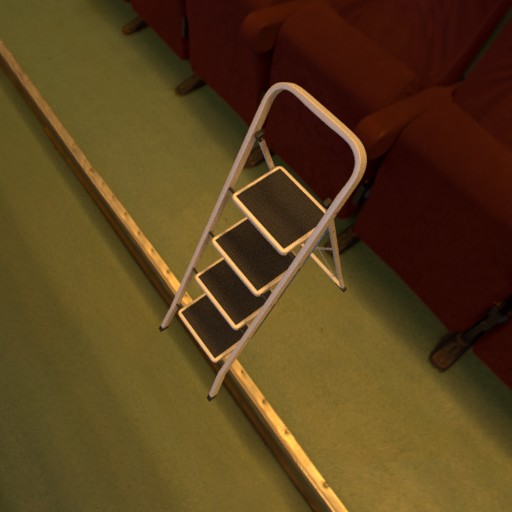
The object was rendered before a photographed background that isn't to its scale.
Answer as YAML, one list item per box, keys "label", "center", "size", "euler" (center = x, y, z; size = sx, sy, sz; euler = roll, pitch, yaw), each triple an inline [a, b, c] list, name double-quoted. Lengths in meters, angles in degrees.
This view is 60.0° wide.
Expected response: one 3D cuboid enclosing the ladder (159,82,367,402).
- label: "ladder"
  center: [0.000, 0.000, 1.766]
  size: [0.914, 1.265, 0.460]
  euler: [-34, 68, -16]
